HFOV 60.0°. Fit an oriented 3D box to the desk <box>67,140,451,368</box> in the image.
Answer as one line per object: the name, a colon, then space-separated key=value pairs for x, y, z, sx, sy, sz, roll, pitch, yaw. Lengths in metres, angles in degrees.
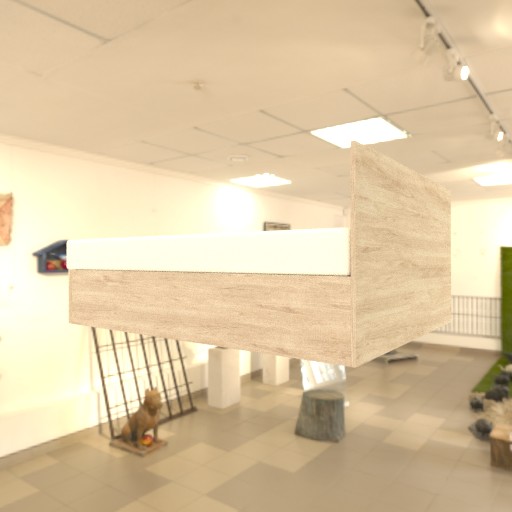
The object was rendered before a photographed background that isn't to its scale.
desk: x=0.000 y=0.000 z=2.683 sx=1.900 sy=0.800 sz=1.400 roll=0 pitch=-1 yaw=36
